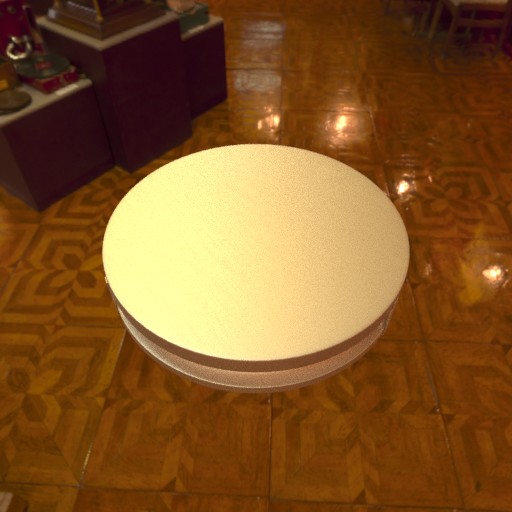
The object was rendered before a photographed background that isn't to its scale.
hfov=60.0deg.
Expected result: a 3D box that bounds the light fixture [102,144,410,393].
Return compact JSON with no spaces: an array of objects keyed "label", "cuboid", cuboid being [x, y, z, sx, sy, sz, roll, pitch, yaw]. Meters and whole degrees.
[{"label":"light fixture","cuboid":[0.000,0.000,0.561,0.356,0.102,0.356,0,47,0]}]
